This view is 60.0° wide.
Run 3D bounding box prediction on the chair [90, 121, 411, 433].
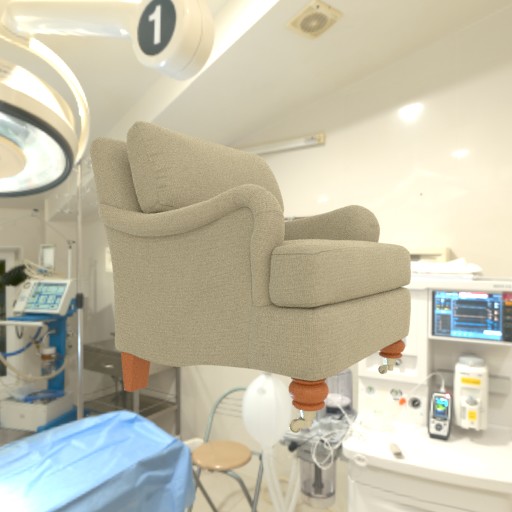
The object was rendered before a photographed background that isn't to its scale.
[{"bbox_3d":[0.000,0.000,1.857,1.070,1.038,0.955,1,1,35],"label":"chair"}]
